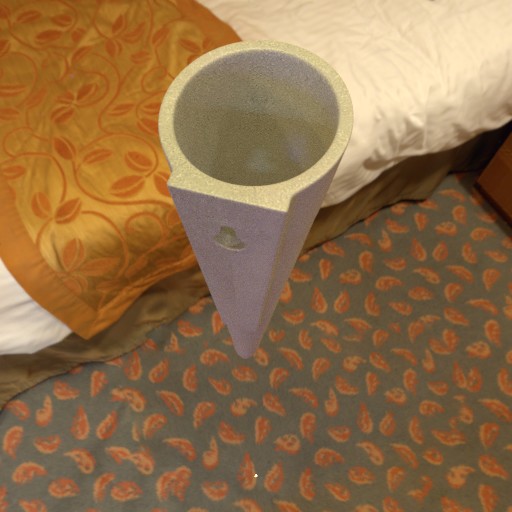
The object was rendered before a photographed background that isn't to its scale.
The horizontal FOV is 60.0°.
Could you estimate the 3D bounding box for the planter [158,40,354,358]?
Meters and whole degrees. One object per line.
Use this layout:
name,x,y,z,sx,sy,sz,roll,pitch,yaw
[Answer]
planter,0.000,0.000,0.216,0.057,0.191,0.064,14,64,7
